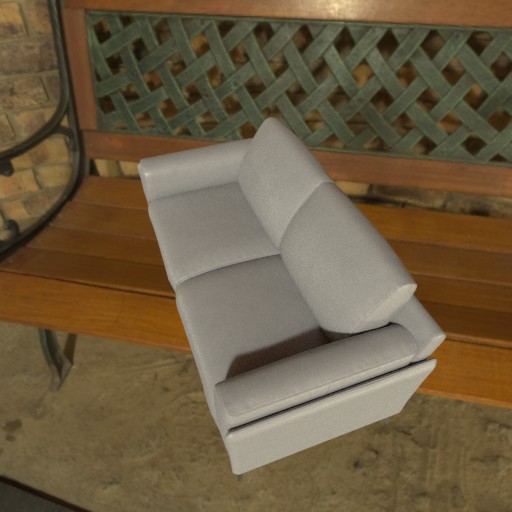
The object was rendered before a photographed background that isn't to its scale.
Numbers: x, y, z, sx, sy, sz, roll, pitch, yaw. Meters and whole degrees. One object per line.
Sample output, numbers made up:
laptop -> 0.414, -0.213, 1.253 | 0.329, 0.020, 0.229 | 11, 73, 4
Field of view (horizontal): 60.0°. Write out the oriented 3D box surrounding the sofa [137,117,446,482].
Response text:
sofa -> 0.000, 0.000, 2.653 | 1.049, 0.930, 2.101 | -15, 47, -14
